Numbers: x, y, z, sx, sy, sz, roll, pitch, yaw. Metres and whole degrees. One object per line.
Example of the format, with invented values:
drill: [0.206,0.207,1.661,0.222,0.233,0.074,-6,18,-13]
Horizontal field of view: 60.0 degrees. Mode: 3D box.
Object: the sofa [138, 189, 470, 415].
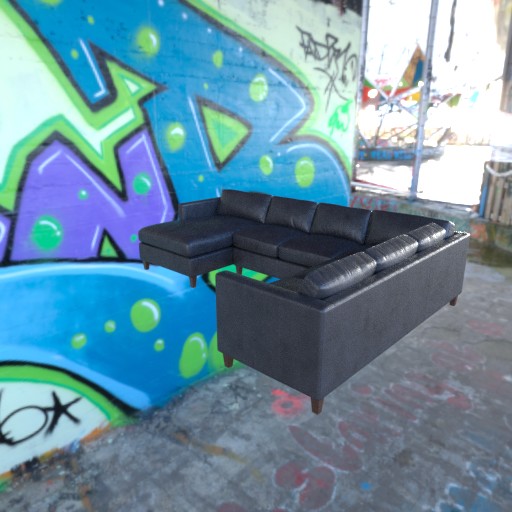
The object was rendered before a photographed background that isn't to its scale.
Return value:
sofa: [0.000,0.000,4.538,3.324,0.891,2.452,15,23,41]
